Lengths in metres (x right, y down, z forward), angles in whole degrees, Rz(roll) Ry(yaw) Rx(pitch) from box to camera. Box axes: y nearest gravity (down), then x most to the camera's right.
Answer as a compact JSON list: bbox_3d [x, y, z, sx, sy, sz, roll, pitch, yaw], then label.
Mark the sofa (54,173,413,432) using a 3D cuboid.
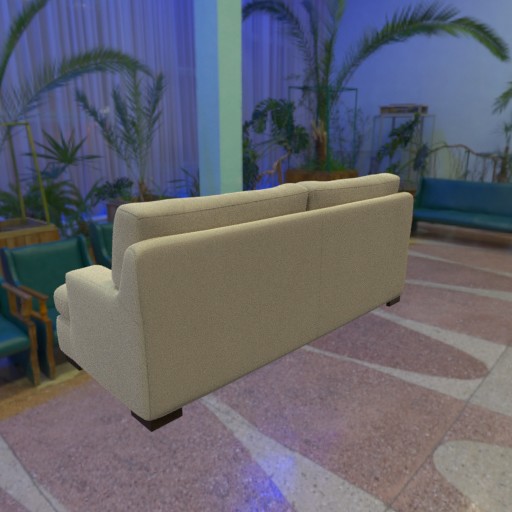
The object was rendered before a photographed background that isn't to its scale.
[{"bbox_3d":[0.000,0.000,2.686,2.147,0.925,0.929,-15,21,-43],"label":"sofa"}]
